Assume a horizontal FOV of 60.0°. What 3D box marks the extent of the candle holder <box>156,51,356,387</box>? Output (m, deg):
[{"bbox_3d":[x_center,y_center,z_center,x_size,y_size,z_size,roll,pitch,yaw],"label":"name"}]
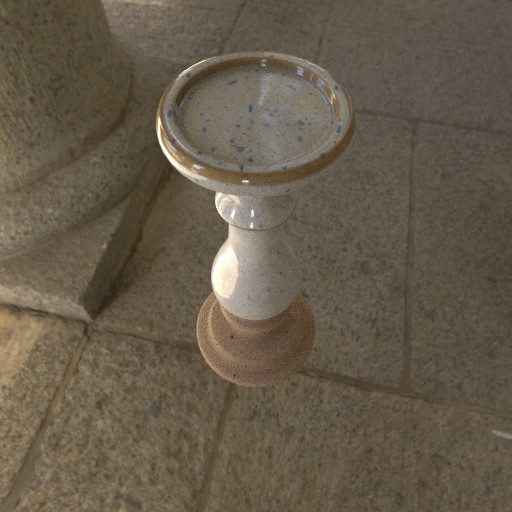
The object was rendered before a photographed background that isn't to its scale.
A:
[{"bbox_3d":[0.000,0.000,0.250,0.088,0.203,0.088,0,56,0],"label":"candle holder"}]
